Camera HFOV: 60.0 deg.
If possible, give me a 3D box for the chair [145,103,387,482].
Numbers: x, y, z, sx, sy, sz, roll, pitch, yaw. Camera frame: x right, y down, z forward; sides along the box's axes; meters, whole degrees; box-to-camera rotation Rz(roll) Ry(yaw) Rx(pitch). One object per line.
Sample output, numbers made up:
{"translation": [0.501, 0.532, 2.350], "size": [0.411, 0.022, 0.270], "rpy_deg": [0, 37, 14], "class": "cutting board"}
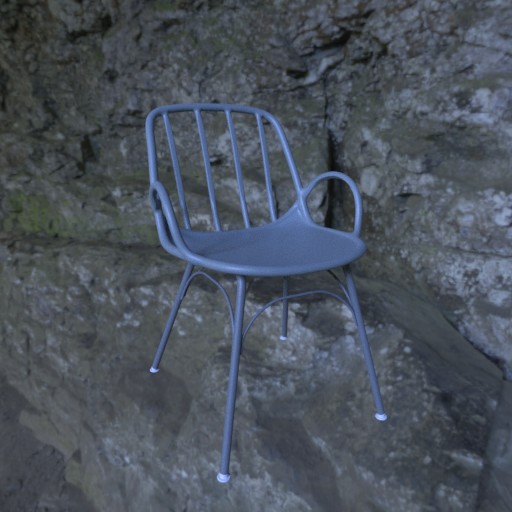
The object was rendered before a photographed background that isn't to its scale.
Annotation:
{"translation": [0.000, 0.000, 1.213], "size": [0.549, 0.816, 0.597], "rpy_deg": [-8, 18, -27], "class": "chair"}
